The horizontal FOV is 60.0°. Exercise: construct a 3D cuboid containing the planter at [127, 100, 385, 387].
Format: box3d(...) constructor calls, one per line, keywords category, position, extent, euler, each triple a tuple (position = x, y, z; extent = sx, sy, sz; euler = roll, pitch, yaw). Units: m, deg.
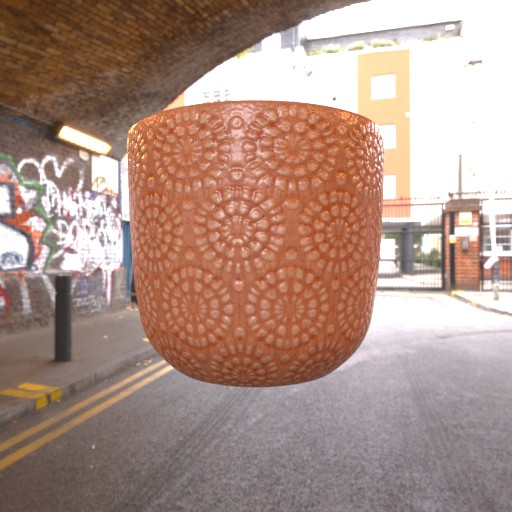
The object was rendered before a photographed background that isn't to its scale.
box3d(category="planter", position=(0.000, 0.000, 0.372), extent=(0.208, 0.190, 0.208), euler=(0, 0, 0))
